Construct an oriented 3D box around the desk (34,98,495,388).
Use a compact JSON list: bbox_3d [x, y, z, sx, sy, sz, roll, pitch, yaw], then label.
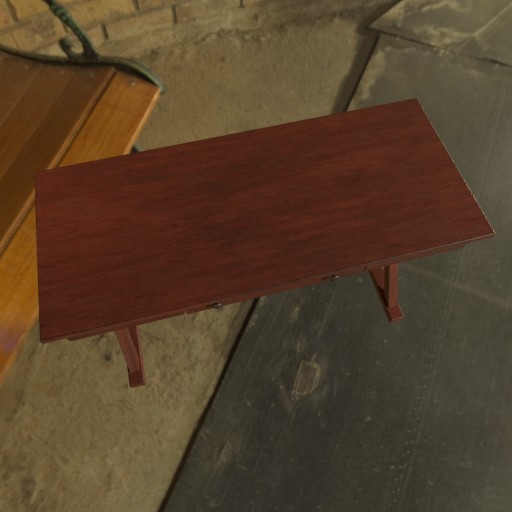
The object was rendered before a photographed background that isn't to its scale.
[{"bbox_3d":[0.000,0.000,1.758,1.372,0.761,0.600,-13,64,-7],"label":"desk"}]
